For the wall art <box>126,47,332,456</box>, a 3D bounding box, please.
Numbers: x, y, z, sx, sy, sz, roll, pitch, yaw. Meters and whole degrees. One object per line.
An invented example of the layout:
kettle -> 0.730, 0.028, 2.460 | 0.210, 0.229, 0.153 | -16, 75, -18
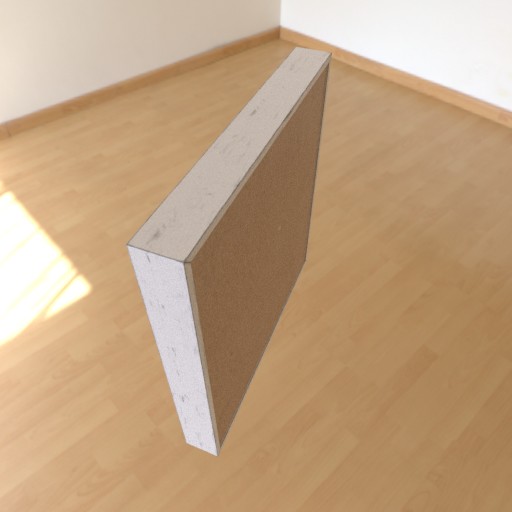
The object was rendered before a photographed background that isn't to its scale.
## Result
wall art -> 0.000, 0.000, 0.459 | 0.038, 0.305, 0.305 | 17, 49, 15
